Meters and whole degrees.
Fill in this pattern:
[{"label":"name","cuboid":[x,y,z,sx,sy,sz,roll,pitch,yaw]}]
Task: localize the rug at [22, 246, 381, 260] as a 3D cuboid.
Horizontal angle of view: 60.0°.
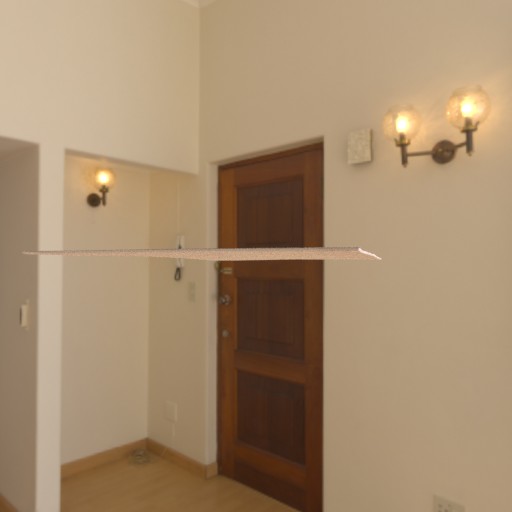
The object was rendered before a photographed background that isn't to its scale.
[{"label":"rug","cuboid":[0.000,0.000,2.221,1.154,0.021,1.792,0,-1,18]}]
